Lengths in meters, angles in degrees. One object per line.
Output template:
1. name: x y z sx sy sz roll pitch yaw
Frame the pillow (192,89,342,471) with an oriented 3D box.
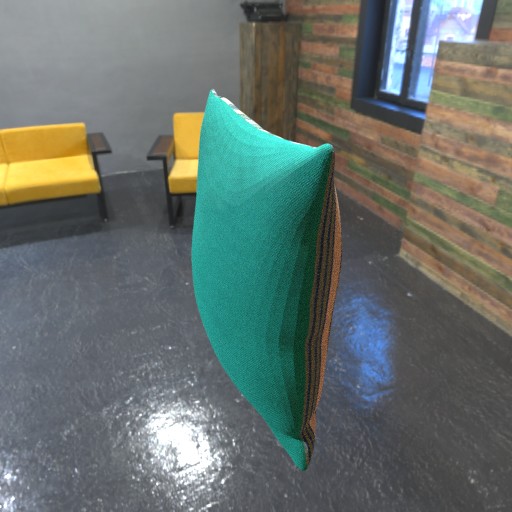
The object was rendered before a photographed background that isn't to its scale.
1. pillow: 0.000 0.000 0.678 0.182 0.441 0.440 -10 30 -17
